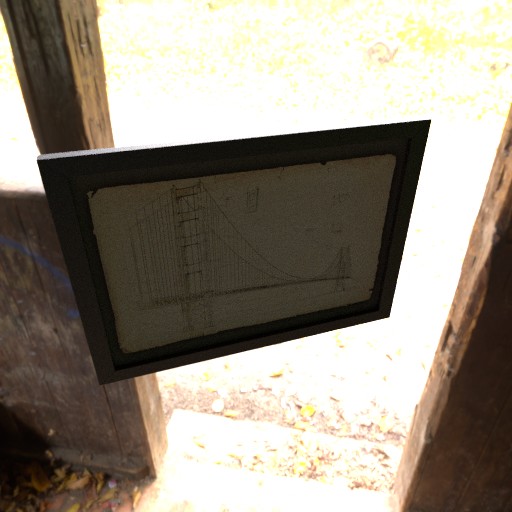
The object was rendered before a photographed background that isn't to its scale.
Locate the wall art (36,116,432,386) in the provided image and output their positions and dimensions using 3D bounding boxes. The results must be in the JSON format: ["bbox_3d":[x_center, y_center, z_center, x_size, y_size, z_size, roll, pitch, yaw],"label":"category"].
[{"bbox_3d":[0.000,0.000,0.554,0.432,0.306,0.016,-10,34,-15],"label":"wall art"}]
